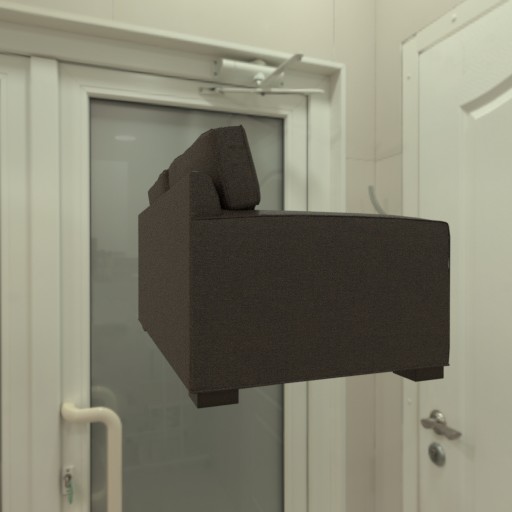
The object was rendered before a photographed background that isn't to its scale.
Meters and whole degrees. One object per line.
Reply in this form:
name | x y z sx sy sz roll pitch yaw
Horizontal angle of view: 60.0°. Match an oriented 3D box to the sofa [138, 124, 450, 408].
sofa | 0.000 0.000 2.164 0.974 0.887 1.534 0 0 -20
